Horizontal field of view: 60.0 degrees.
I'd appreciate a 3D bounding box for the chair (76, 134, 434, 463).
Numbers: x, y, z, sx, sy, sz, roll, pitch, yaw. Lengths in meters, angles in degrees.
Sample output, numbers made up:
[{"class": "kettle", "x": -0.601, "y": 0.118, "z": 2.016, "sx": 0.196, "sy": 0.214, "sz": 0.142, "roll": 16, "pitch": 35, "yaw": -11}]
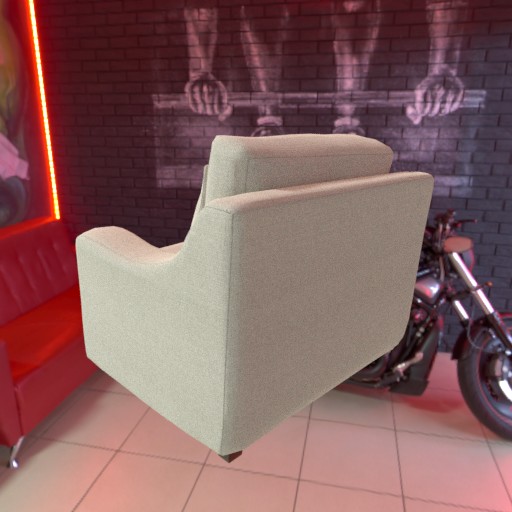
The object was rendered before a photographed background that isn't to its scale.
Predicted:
[{"class": "chair", "x": 0.000, "y": 0.000, "z": 1.905, "sx": 1.009, "sy": 1.016, "sz": 1.178, "roll": 15, "pitch": 22, "yaw": 43}]
